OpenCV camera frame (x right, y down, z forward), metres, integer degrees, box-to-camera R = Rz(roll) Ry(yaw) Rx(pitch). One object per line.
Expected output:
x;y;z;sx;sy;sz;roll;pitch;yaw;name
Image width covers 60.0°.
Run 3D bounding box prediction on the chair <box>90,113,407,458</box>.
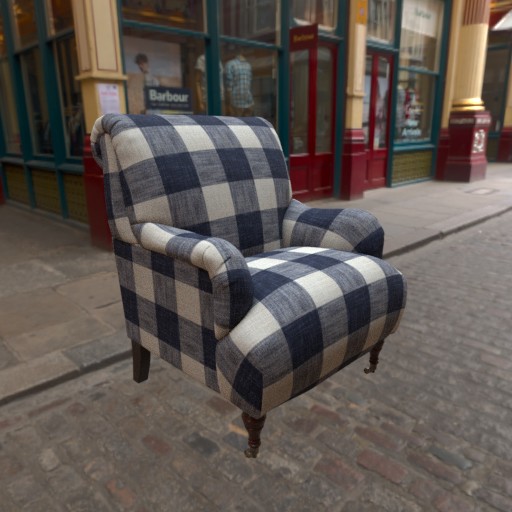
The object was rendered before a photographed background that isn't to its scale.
0.000;0.000;1.552;0.848;0.953;0.781;15;22;43;chair
